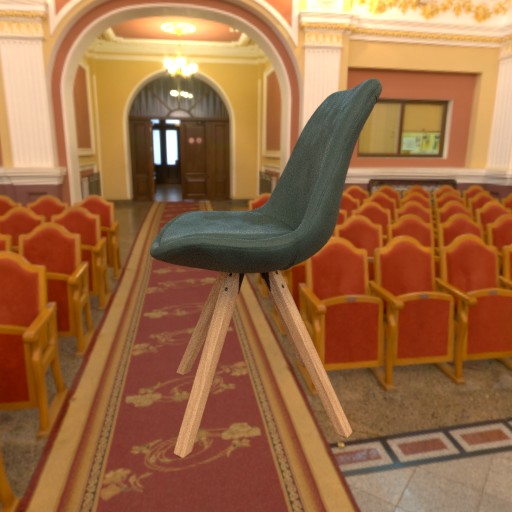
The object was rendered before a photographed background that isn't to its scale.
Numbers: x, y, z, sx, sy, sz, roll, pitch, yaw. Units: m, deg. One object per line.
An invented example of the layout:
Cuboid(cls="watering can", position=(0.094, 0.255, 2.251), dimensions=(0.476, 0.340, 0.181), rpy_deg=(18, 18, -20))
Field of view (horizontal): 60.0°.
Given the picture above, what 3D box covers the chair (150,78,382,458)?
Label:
Cuboid(cls="chair", position=(0.000, 0.000, 1.183), dimensions=(0.547, 0.865, 0.483), rpy_deg=(-2, 14, -9))
